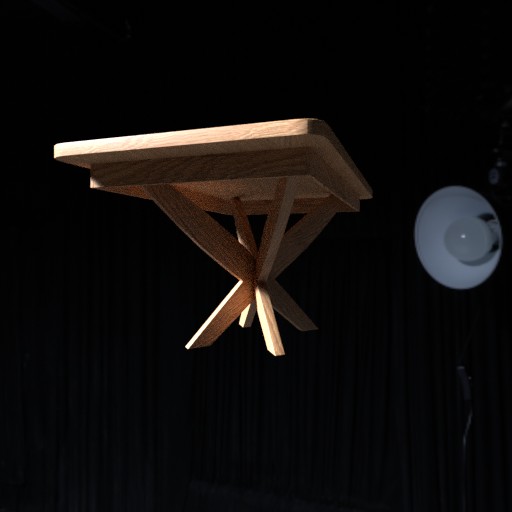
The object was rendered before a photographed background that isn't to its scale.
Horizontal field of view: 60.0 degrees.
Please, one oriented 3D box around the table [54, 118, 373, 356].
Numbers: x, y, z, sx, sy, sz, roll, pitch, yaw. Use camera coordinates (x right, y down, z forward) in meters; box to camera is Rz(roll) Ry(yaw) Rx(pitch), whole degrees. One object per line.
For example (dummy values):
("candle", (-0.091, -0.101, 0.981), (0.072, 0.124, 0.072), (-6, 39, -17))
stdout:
("table", (0.000, 0.000, 2.107), (0.950, 0.770, 1.600), (0, 1, 20))
